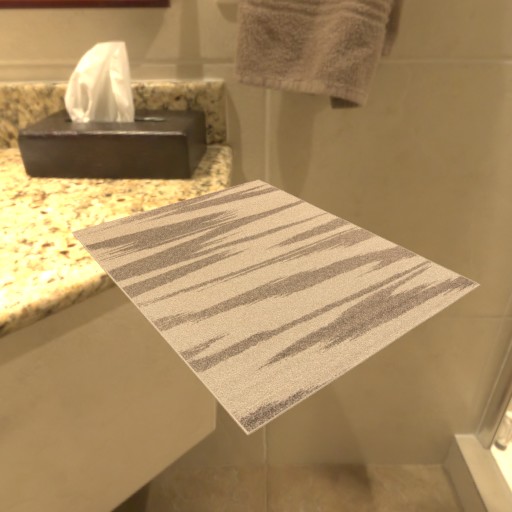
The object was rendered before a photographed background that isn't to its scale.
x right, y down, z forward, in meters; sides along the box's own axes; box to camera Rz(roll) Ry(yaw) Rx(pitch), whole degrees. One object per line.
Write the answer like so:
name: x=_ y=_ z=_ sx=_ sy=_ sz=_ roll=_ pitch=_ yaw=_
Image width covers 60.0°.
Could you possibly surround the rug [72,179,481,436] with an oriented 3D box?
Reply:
rug: x=0.000 y=0.000 z=3.985 sx=2.353 sy=0.014 sz=2.945 roll=-21 pitch=37 yaw=-31
